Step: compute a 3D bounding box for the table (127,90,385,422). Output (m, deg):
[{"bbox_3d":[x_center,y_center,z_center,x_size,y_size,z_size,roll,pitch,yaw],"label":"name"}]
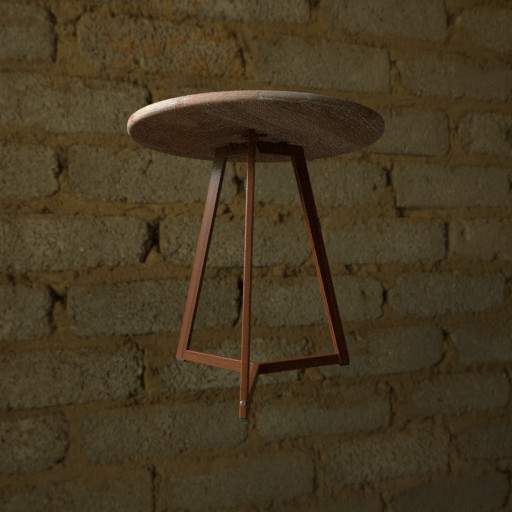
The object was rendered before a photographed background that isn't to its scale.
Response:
[{"bbox_3d":[0.000,0.000,0.903,0.500,0.500,0.500,0,2,0],"label":"table"}]
